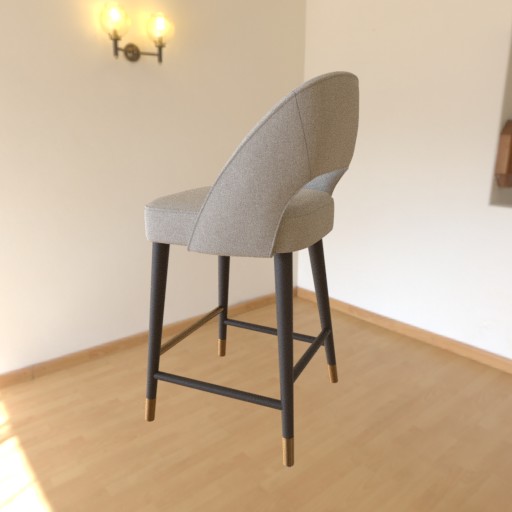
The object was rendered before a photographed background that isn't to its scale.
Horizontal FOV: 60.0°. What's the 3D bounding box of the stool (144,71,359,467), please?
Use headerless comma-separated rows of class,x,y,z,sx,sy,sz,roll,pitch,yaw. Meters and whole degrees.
stool,0.000,0.000,1.255,0.509,0.940,0.494,7,17,24
